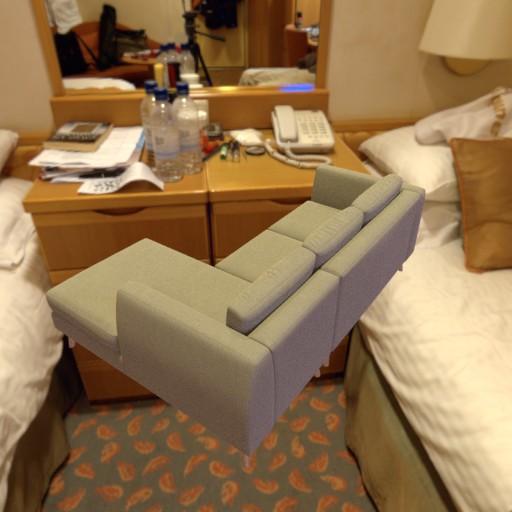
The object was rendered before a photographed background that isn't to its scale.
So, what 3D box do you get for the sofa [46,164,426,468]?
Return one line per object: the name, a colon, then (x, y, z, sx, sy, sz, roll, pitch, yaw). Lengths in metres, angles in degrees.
sofa: (0.000, 0.000, 3.115, 1.580, 0.860, 2.300, 21, 38, 30)
